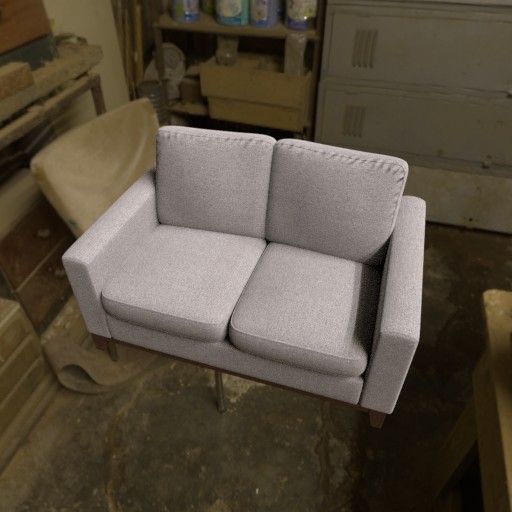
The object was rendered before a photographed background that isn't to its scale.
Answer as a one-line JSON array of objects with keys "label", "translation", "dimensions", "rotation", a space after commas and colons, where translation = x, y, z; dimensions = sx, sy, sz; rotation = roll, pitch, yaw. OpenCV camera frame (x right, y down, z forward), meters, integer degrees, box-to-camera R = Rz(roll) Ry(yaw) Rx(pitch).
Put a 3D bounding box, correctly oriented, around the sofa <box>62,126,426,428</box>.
[{"label": "sofa", "translation": [0.000, 0.000, 2.046], "dimensions": [1.420, 0.873, 0.917], "rotation": [12, 42, 13]}]
